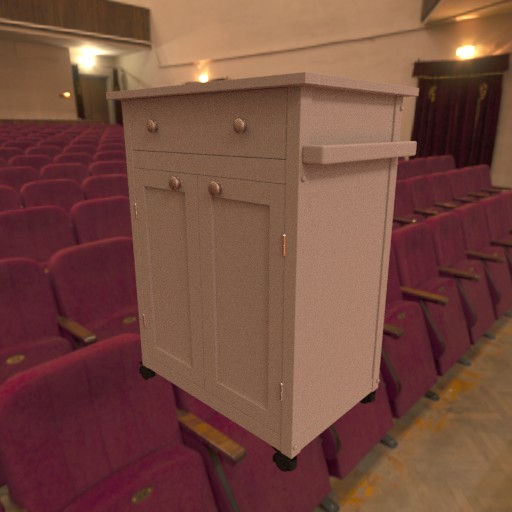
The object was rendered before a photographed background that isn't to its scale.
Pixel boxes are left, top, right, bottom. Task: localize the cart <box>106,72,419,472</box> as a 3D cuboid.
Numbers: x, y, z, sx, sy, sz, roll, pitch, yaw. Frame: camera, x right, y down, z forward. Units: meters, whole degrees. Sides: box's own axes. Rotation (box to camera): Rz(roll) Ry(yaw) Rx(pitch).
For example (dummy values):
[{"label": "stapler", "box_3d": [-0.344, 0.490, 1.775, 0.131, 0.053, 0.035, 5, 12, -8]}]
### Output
[{"label": "cart", "box_3d": [0.000, 0.000, 1.229, 0.683, 0.864, 0.442, 15, 22, 41]}]
